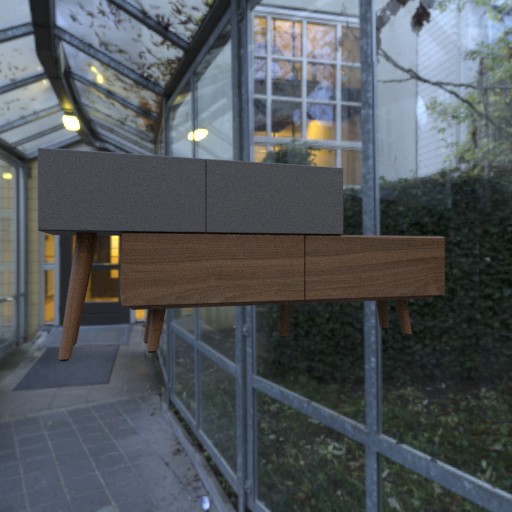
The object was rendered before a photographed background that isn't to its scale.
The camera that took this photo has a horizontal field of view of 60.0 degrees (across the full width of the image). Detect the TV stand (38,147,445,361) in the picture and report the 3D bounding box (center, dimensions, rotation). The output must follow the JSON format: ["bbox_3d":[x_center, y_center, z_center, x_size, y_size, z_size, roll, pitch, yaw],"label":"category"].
[{"bbox_3d":[0.000,0.000,1.546,1.336,0.591,0.329,0,0,-18],"label":"TV stand"}]
